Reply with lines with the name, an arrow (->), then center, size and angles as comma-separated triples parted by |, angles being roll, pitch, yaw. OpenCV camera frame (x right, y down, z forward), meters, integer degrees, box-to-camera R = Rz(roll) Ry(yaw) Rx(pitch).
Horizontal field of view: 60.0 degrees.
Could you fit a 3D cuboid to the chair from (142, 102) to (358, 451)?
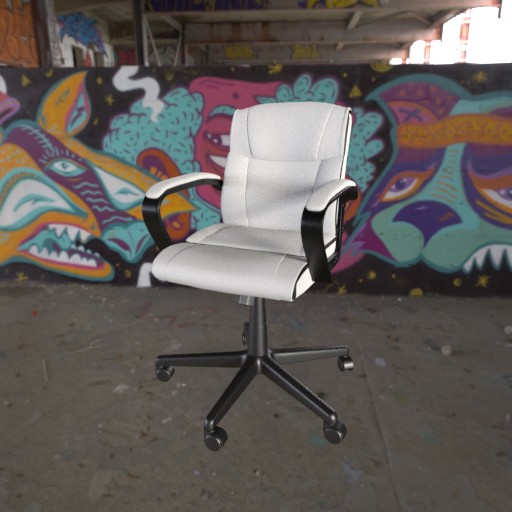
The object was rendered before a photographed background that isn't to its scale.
chair -> 0.000, 0.000, 1.483 | 0.739, 1.004, 0.717 | 7, 18, 24
